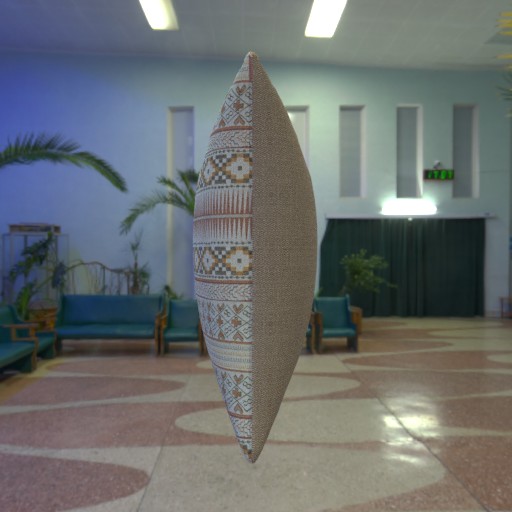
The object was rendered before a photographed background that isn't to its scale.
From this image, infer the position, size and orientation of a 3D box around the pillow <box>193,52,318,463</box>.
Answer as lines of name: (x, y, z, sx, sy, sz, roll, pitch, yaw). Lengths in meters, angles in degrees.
pillow: (0.000, 0.000, 0.809, 0.215, 0.519, 0.521, 0, 1, 1)
